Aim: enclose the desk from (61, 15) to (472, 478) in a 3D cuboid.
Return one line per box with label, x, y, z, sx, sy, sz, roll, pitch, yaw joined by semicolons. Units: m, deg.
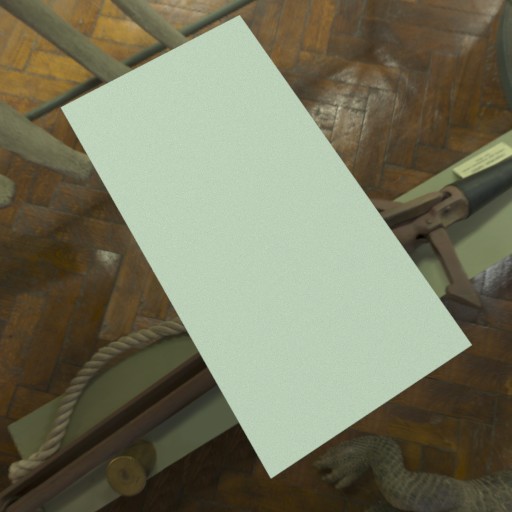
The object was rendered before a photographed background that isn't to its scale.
desk;0.000;0.000;1.293;0.482;0.730;0.898;-31;79;-7
